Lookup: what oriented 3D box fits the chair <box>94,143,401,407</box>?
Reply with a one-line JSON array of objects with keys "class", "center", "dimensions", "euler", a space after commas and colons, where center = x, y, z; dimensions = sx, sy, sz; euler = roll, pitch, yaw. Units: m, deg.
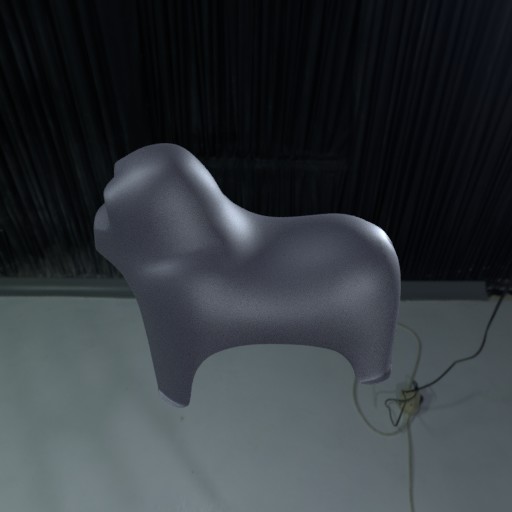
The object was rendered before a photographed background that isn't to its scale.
[{"class": "chair", "center": [0.000, 0.000, 1.131], "dimensions": [0.758, 0.600, 0.490], "euler": [-1, 41, -1]}]
